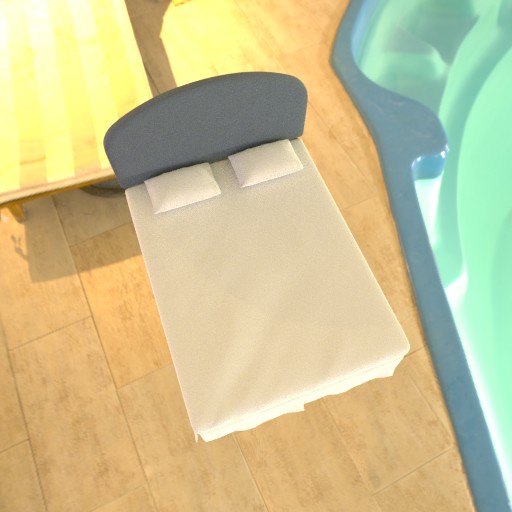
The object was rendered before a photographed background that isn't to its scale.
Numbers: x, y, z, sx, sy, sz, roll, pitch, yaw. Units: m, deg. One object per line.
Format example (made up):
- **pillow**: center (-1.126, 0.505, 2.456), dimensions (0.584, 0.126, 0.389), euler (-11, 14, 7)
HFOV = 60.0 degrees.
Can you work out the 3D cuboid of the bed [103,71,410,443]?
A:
- **bed**: center (0.000, 0.000, 3.083), dimensions (1.607, 1.410, 2.005), euler (-18, 65, -9)
